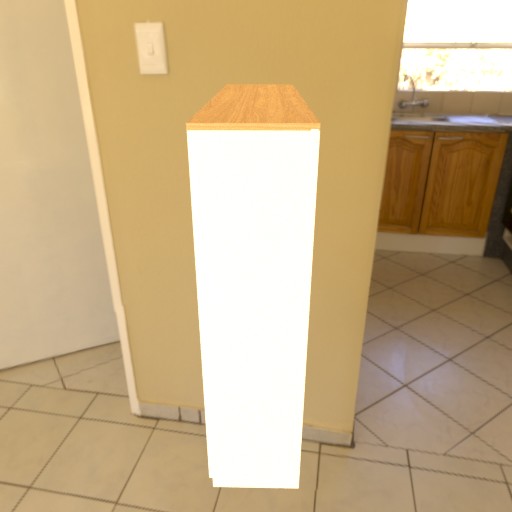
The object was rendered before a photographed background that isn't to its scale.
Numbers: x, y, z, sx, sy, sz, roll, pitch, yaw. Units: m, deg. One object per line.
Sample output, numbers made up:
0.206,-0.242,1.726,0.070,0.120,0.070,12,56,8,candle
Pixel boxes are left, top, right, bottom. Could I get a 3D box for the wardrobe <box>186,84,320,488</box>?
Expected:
0.000,0.000,3.334,0.590,2.260,2.160,1,25,1,wardrobe
